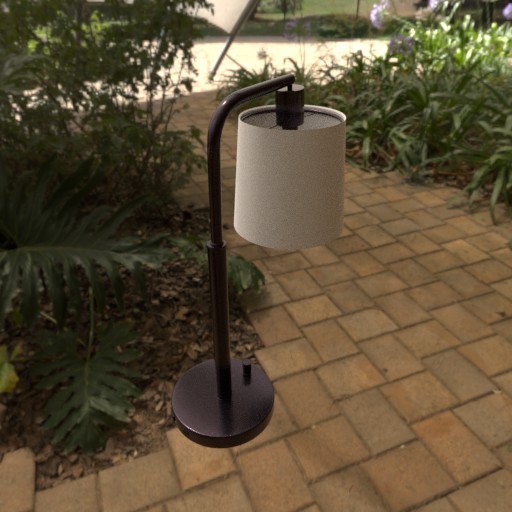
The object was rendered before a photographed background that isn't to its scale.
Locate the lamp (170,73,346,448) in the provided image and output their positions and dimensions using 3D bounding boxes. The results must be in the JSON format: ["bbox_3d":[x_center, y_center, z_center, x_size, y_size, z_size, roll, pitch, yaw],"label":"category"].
[{"bbox_3d":[0.000,0.000,0.656,0.171,0.489,0.333,22,37,33],"label":"lamp"}]
